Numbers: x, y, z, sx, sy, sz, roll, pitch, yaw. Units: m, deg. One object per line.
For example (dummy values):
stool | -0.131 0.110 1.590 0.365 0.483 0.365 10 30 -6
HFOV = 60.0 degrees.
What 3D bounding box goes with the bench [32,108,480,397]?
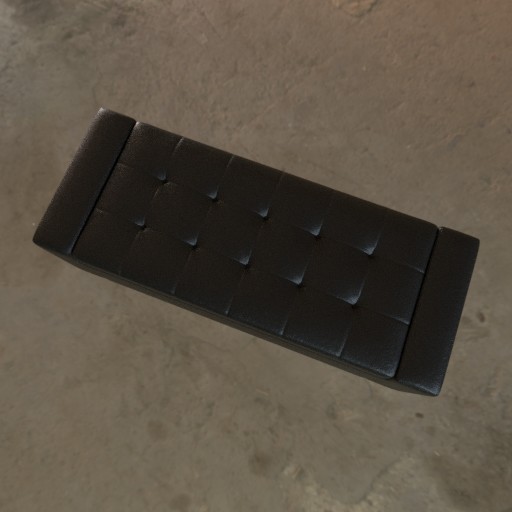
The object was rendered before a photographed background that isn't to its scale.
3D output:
bench | 0.000 0.000 1.554 1.296 0.445 0.508 20 77 5
